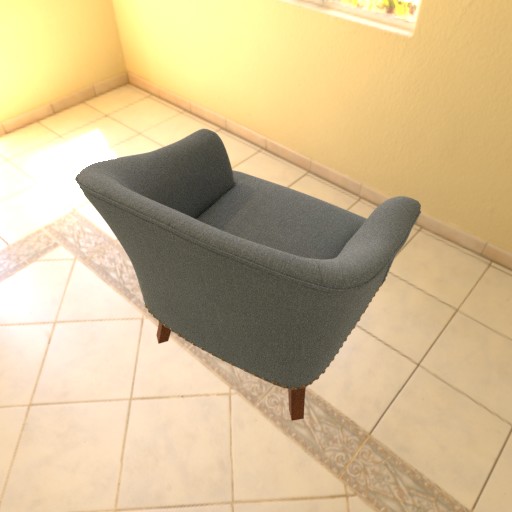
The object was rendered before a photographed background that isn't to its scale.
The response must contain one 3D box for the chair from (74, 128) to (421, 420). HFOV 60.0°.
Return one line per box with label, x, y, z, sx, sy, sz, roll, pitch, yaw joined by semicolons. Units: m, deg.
chair;0.000;0.000;1.372;0.798;0.815;0.704;24;51;21
